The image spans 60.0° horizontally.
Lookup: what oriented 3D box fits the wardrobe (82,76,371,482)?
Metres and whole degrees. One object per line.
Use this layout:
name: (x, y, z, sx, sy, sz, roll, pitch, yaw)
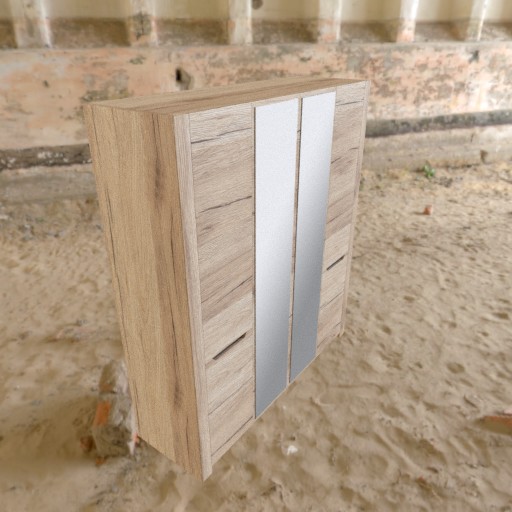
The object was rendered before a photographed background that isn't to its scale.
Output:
wardrobe: (0.000, 0.000, 2.926, 0.580, 2.070, 1.810, 18, 32, 32)
